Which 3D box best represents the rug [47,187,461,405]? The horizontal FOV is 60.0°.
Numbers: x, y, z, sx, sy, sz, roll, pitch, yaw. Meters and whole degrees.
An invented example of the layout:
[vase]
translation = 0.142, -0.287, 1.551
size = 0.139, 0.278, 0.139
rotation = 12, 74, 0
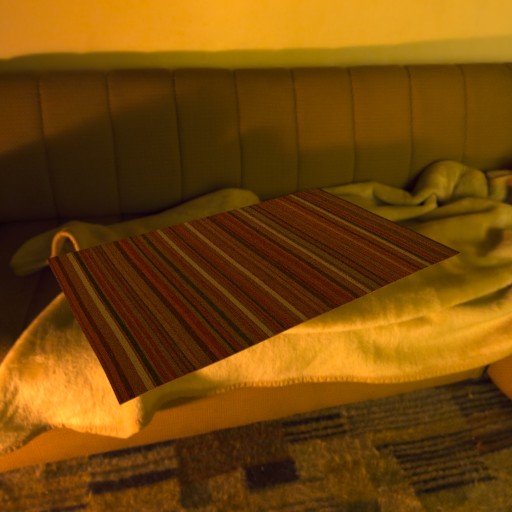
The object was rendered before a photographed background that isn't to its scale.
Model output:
[rug]
translation = 0.000, 0.000, 3.066
size = 2.438, 0.008, 1.523
rotation = -18, 35, -29
